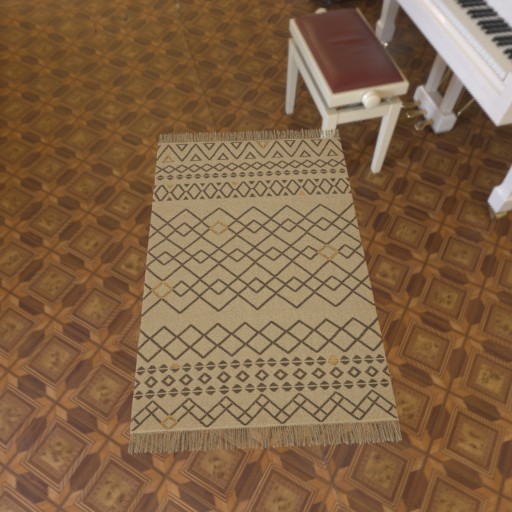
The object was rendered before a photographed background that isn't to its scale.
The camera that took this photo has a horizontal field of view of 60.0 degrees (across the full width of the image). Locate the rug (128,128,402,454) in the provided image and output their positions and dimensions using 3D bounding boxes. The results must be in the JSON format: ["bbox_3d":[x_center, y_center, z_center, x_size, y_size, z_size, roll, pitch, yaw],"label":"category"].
[{"bbox_3d":[0.000,0.000,3.046,1.495,0.035,2.472,-2,58,-1],"label":"rug"}]
